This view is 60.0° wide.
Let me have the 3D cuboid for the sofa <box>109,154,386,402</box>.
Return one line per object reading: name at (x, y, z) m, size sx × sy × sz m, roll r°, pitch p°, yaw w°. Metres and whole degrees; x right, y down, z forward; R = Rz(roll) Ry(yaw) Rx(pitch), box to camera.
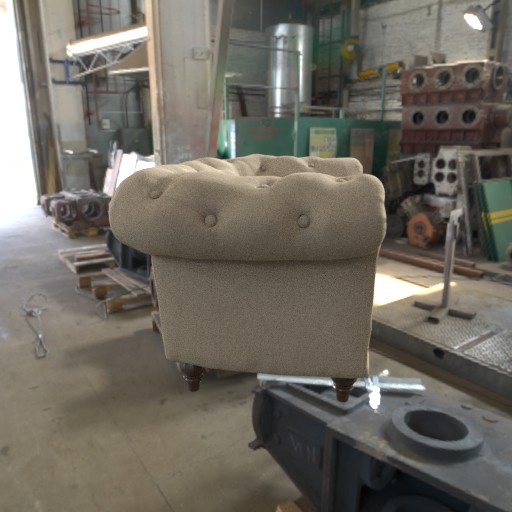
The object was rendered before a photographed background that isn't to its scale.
sofa at (0.000, 0.000, 2.064) m, size 1.034 × 0.878 × 1.405 m, roll 3°, pitch 16°, yaw 9°
